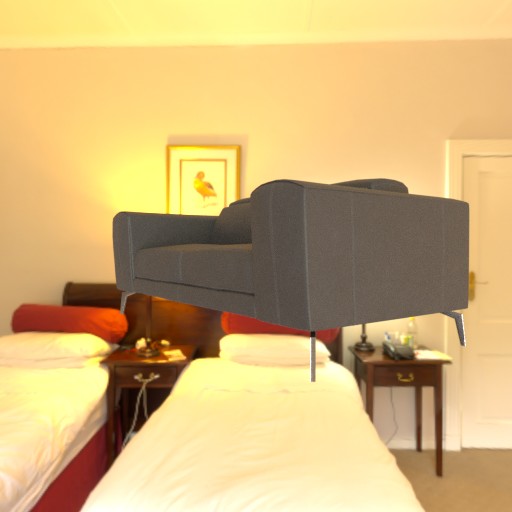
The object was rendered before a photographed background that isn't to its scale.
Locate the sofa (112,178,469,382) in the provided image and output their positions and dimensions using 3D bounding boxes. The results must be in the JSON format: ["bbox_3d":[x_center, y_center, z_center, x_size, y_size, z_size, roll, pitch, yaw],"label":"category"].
[{"bbox_3d":[0.000,0.000,2.420,1.003,0.779,1.895,-1,1,-36],"label":"sofa"}]
